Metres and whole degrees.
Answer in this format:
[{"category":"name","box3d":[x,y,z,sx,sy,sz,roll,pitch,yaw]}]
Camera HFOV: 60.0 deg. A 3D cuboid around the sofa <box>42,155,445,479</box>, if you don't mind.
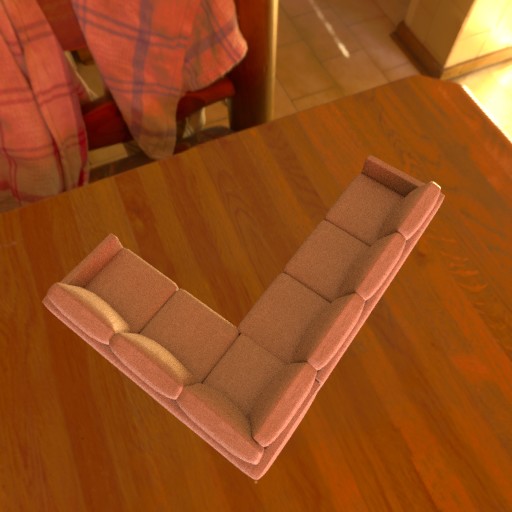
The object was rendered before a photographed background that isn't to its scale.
[{"category":"sofa","box3d":[0.000,0.000,4.542,2.522,0.934,3.333,33,68,16]}]
